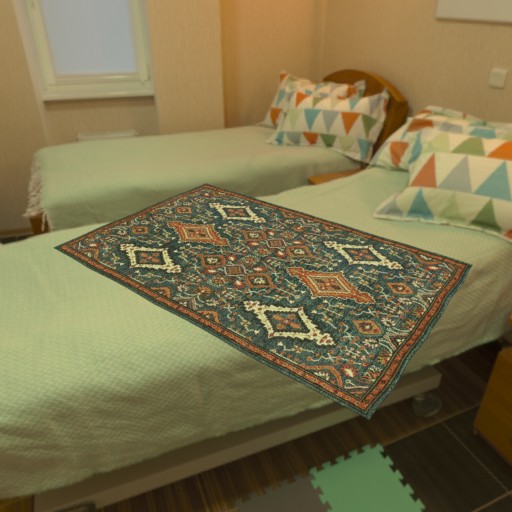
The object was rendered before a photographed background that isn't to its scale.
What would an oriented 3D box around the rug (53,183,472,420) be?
[{"bbox_3d":[0.000,0.000,4.188,3.371,0.008,2.190,21,37,32],"label":"rug"}]
